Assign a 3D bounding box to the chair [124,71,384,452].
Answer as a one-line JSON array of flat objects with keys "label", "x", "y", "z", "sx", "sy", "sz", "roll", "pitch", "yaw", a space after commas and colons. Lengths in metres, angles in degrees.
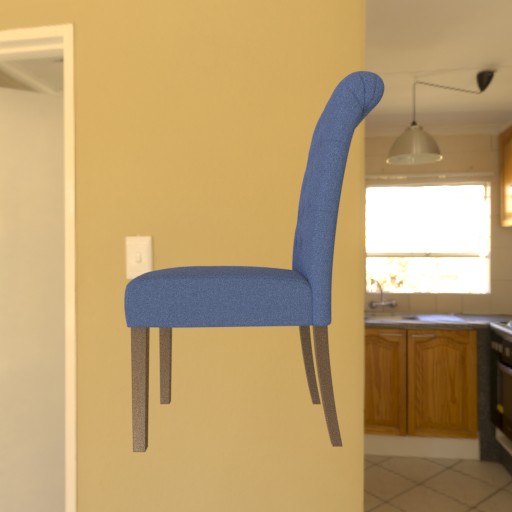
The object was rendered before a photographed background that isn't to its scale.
[{"label": "chair", "x": 0.000, "y": 0.000, "z": 1.345, "sx": 0.671, "sy": 1.006, "sz": 0.456, "roll": 0, "pitch": 0, "yaw": -1}]
